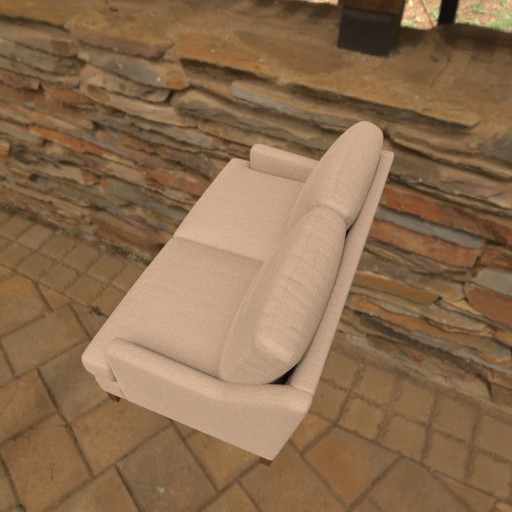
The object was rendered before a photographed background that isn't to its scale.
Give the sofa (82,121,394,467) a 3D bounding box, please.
[{"bbox_3d":[0.000,0.000,2.234,1.004,0.910,1.619,17,49,15],"label":"sofa"}]
